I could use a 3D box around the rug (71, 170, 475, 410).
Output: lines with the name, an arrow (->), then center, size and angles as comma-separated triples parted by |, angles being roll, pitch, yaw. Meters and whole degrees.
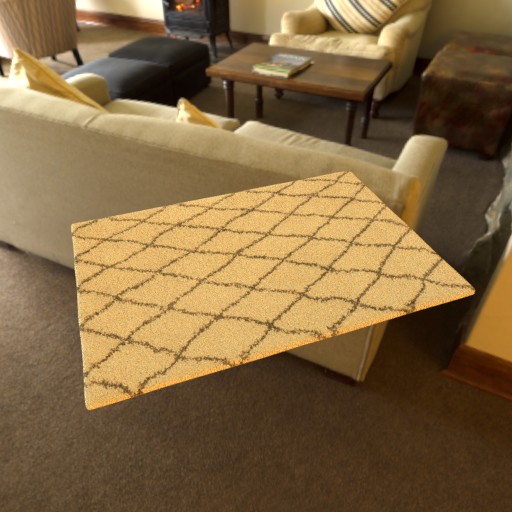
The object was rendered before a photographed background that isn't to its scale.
rug -> 0.000, 0.000, 2.301 | 1.778, 0.030, 1.219 | -13, 42, -15
